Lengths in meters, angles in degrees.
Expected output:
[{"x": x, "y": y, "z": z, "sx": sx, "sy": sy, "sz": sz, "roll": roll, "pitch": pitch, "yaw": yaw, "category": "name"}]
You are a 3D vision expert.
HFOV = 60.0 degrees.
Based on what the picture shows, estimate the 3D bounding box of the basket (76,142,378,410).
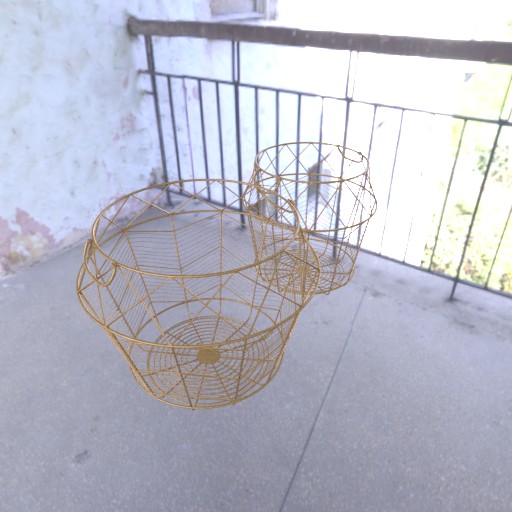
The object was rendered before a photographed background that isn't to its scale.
[{"x": 0.000, "y": 0.000, "z": 1.004, "sx": 0.451, "sy": 0.343, "sz": 0.805, "roll": 21, "pitch": 38, "yaw": 30, "category": "basket"}]
